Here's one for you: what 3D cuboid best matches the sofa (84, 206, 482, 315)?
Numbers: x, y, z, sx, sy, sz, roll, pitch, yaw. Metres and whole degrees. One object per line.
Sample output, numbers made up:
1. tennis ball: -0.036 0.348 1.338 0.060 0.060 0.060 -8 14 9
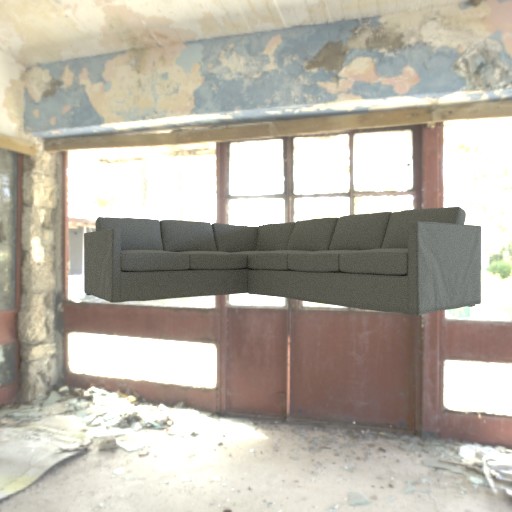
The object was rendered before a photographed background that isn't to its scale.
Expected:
1. sofa: 0.000 0.000 4.309 2.432 0.871 3.182 0 0 -36
